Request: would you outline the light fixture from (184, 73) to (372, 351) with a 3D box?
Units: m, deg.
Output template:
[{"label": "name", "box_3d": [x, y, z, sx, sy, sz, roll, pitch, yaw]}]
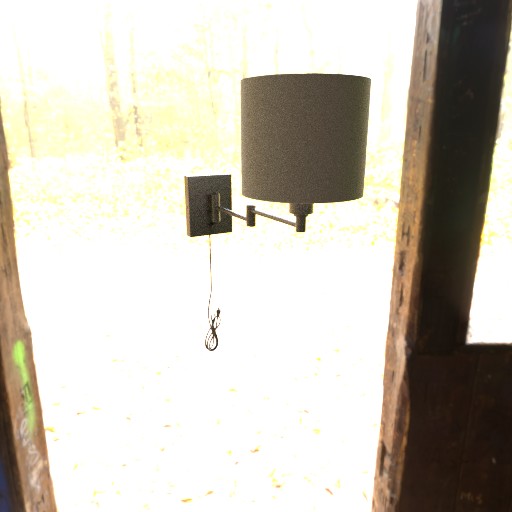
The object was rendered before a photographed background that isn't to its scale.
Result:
[{"label": "light fixture", "box_3d": [0.000, 0.000, 0.917, 0.203, 0.651, 0.516, -9, 18, -28]}]
